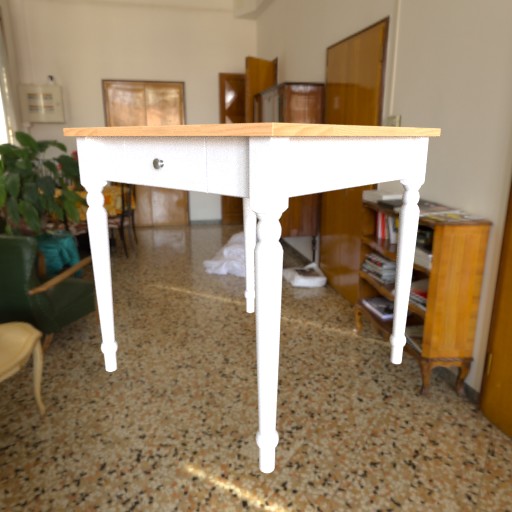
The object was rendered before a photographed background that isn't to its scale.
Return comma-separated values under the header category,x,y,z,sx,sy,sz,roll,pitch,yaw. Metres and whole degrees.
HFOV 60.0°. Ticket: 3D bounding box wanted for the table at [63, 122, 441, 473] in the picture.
category,x,y,z,sx,sy,sz,roll,pitch,yaw
table,0.000,0.000,1.333,0.747,0.738,0.747,13,20,40
